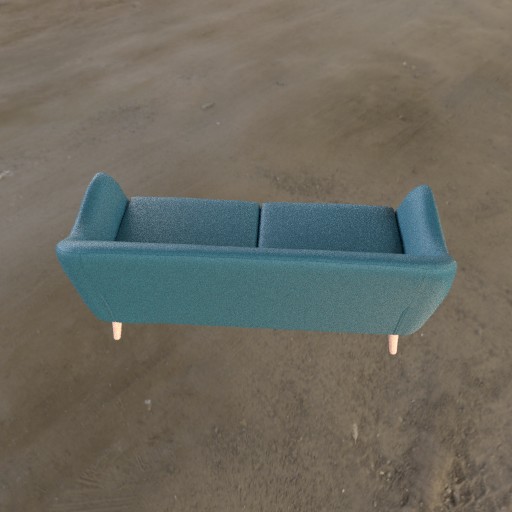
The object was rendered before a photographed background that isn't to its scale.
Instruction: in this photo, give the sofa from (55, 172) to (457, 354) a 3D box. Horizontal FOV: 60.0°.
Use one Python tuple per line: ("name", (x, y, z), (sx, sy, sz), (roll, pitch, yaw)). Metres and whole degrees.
("sofa", (0.000, 0.000, 2.288), (1.840, 0.836, 0.820), (3, 47, 2))
